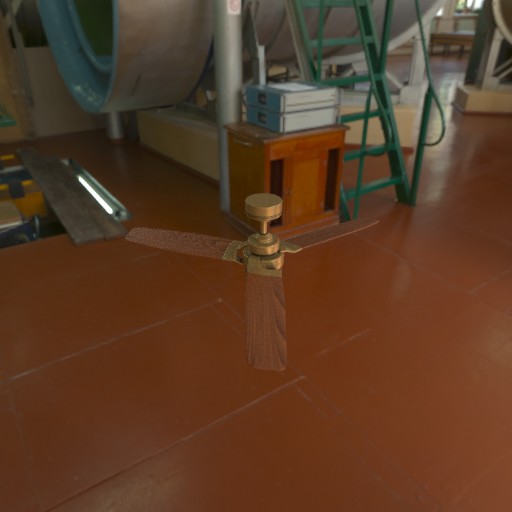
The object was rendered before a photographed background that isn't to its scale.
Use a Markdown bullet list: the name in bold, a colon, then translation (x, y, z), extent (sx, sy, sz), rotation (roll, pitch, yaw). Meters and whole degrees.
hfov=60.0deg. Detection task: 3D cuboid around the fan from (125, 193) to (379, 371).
- **fan**: translation (0.000, 0.000, 2.028), extent (1.416, 0.425, 1.271), rotation (0, 29, 0)
